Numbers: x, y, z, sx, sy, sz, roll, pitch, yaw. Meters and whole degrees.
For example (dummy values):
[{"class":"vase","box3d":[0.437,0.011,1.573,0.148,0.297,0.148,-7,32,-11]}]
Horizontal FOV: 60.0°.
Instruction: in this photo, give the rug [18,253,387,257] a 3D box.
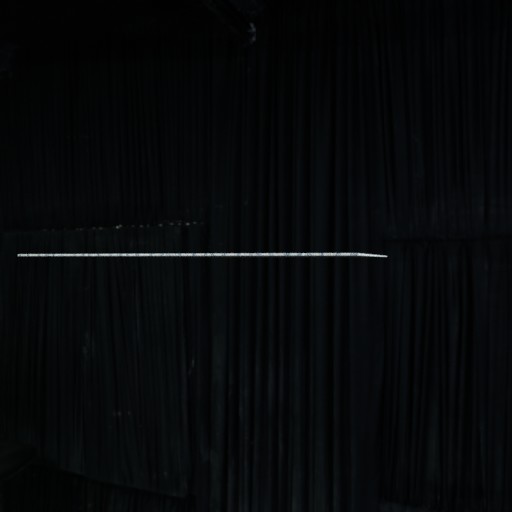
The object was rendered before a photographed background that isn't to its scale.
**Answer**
[{"class":"rug","box3d":[0.000,0.000,2.288,1.220,0.008,1.824,0,0,19]}]
